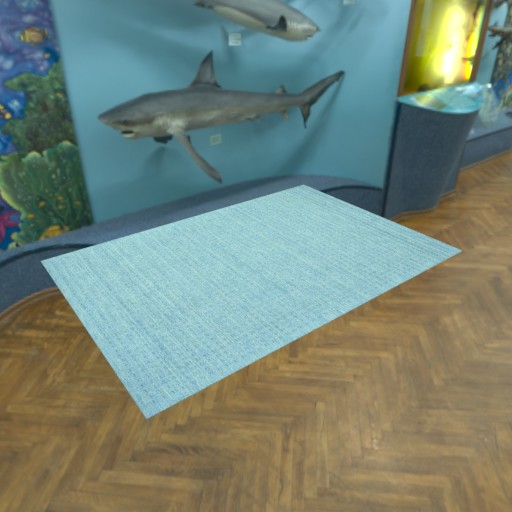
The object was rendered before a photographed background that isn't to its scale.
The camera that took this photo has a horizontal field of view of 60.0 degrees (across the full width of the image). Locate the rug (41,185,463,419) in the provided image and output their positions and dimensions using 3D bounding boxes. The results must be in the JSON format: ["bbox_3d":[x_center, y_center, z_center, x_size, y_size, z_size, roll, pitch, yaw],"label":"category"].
[{"bbox_3d":[0.000,0.000,3.685,2.895,0.006,1.982,-21,36,-32],"label":"rug"}]
